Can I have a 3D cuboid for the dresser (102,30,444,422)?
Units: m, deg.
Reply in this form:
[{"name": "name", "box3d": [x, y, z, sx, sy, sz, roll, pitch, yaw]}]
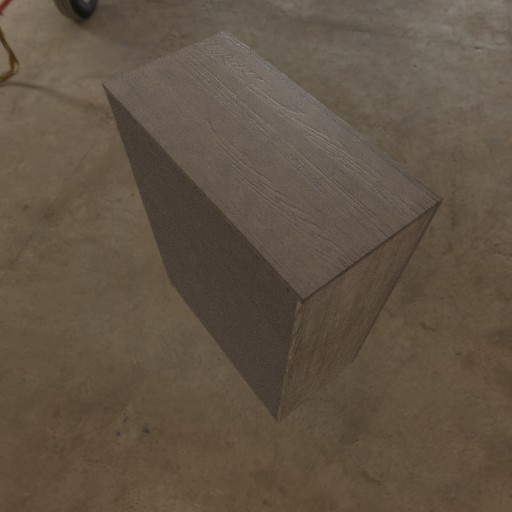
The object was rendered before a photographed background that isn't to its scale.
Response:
[{"name": "dresser", "box3d": [0.000, 0.000, 1.815, 0.483, 1.295, 0.967, -33, 63, -19]}]
